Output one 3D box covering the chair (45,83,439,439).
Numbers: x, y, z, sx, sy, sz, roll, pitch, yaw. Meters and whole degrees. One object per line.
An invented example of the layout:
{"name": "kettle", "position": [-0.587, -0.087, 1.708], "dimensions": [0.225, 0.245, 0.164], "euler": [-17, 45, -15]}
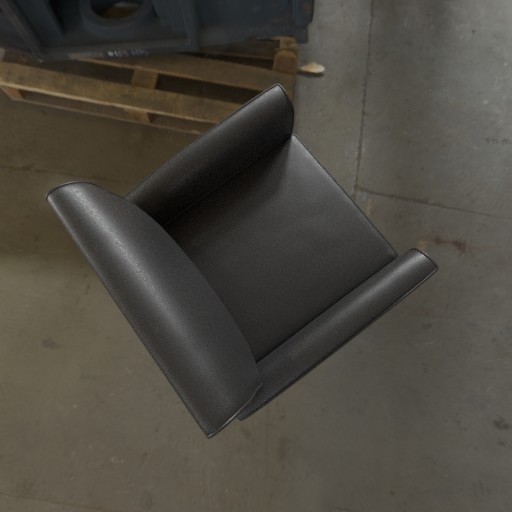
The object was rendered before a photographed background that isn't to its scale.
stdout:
{"name": "chair", "position": [0.000, 0.000, 1.544], "dimensions": [0.819, 0.916, 0.820], "euler": [-36, 79, -8]}
